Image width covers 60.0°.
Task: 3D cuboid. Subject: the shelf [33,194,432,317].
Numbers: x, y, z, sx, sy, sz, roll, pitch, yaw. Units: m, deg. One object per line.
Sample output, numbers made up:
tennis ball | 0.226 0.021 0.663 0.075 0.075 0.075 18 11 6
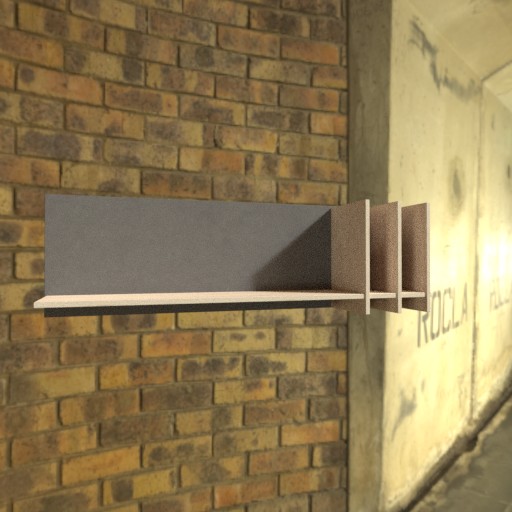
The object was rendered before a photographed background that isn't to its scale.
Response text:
shelf | 0.000 0.000 1.146 1.020 0.300 0.200 0 -1 -18
